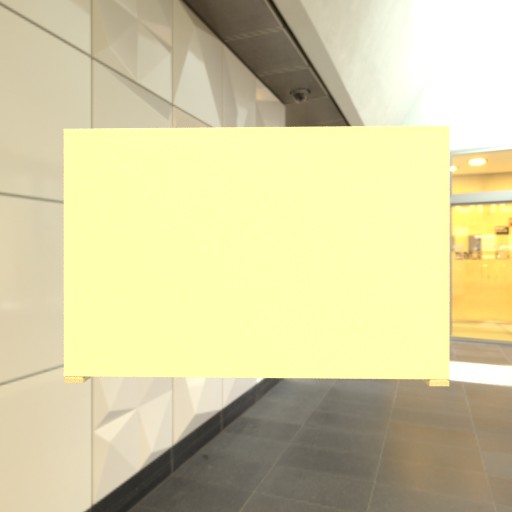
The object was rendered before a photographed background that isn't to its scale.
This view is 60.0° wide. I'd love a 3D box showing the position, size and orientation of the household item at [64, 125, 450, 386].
[{"bbox_3d":[0.000,0.000,1.703,1.300,0.867,0.420,0,0,2],"label":"household item"}]
